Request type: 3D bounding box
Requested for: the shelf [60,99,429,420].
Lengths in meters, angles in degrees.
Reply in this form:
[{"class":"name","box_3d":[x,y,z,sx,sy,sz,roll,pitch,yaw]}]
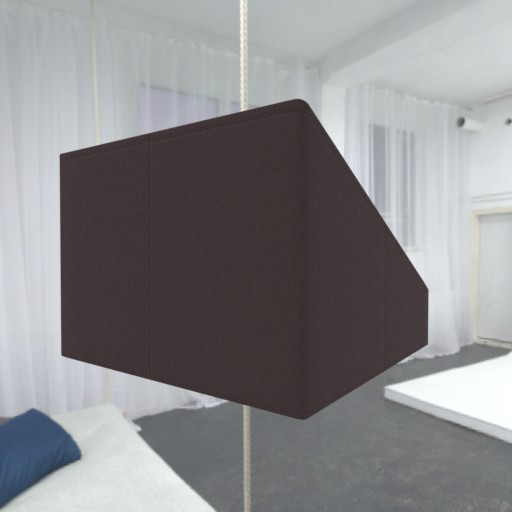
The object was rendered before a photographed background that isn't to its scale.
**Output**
[{"class":"shelf","box_3d":[0.000,0.000,0.487,0.292,0.210,0.292,1,1,37]}]
